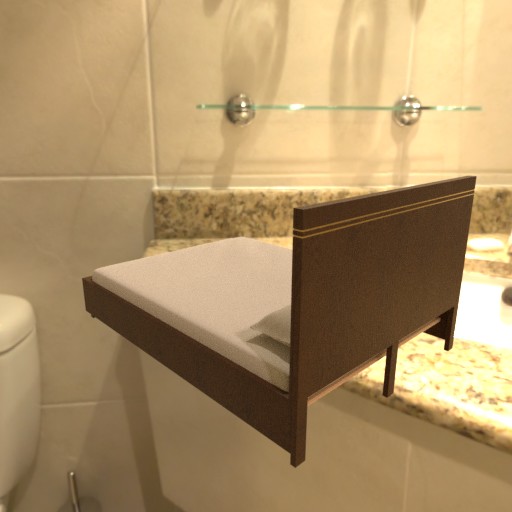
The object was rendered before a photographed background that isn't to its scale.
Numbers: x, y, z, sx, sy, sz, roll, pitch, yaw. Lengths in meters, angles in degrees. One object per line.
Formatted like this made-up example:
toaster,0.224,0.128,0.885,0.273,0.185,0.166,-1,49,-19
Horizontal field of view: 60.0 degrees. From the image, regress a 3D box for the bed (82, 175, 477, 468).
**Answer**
bed,0.000,0.000,3.118,1.613,1.169,2.221,-15,22,-41
